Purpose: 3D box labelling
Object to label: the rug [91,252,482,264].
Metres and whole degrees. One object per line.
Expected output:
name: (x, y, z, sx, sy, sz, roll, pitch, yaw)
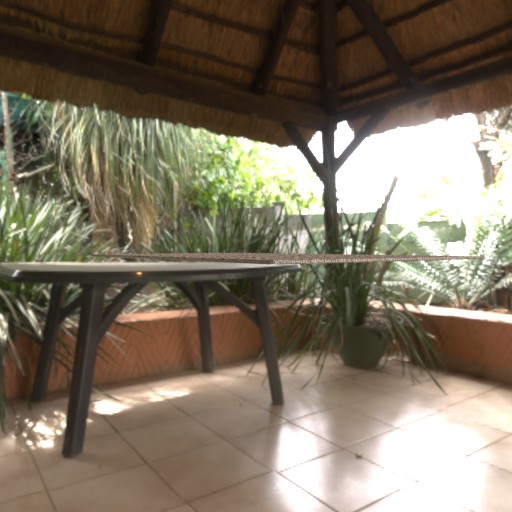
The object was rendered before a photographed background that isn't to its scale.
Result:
rug: (0.000, 0.000, 2.385, 1.224, 0.016, 1.832, -1, 1, -36)
